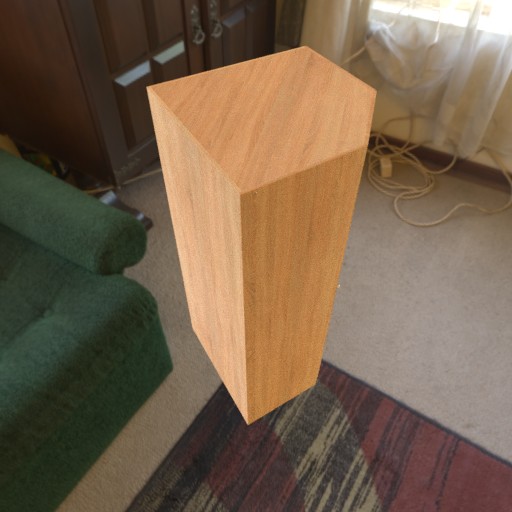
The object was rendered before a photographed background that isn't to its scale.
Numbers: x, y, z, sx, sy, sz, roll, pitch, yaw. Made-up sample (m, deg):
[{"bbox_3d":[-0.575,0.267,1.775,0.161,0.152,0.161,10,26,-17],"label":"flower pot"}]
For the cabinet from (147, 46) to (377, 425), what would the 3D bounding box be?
[{"bbox_3d":[0.000,0.000,2.830,1.094,2.120,1.327,11,49,10],"label":"cabinet"}]
